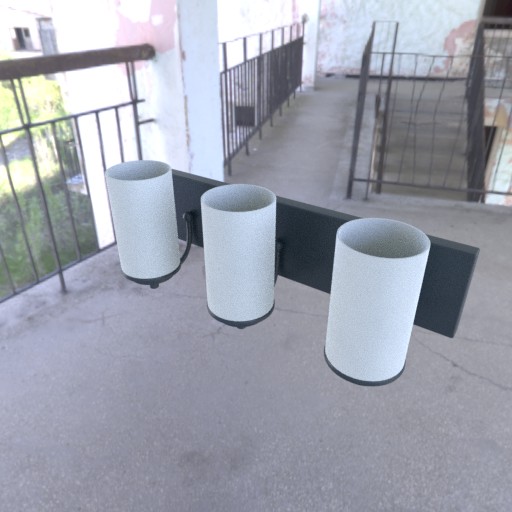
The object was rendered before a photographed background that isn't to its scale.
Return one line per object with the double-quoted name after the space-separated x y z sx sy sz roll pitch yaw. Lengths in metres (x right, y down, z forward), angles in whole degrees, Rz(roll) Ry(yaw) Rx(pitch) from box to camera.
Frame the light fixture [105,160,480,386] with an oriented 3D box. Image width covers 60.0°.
0.000 0.000 0.532 0.451 0.172 0.145 19 35 30 "light fixture"
